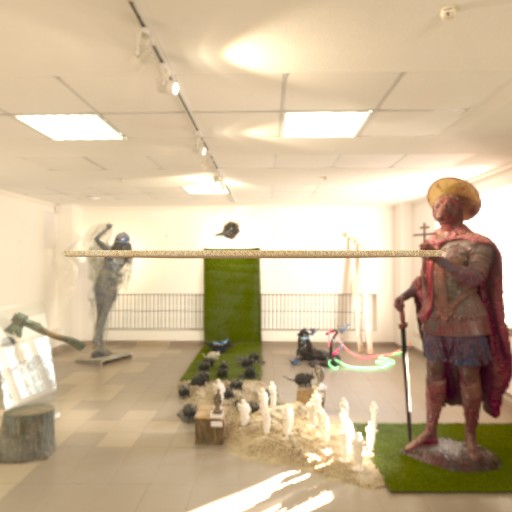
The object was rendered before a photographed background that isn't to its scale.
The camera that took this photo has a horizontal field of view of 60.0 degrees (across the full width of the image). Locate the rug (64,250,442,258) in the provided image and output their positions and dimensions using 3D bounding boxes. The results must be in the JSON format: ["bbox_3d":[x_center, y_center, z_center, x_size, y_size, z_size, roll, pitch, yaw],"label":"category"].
[{"bbox_3d":[0.000,0.000,2.927,1.500,0.025,2.346,0,0,1],"label":"rug"}]
